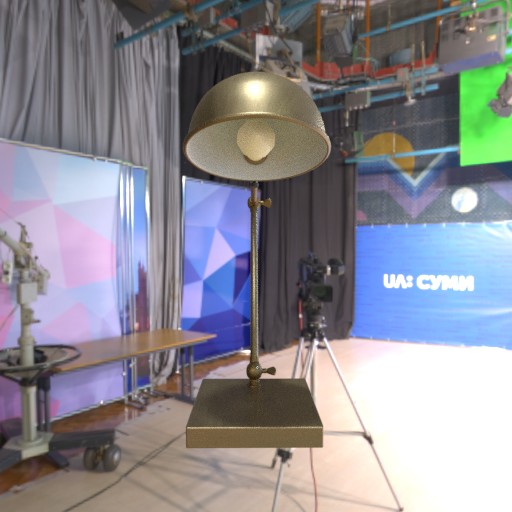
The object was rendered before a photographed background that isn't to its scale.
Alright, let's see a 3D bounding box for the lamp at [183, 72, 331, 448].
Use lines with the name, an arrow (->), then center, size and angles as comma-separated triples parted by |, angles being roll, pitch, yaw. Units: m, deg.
lamp -> 0.000, 0.000, 0.554 | 0.149, 0.371, 0.339 | 0, 2, -1
